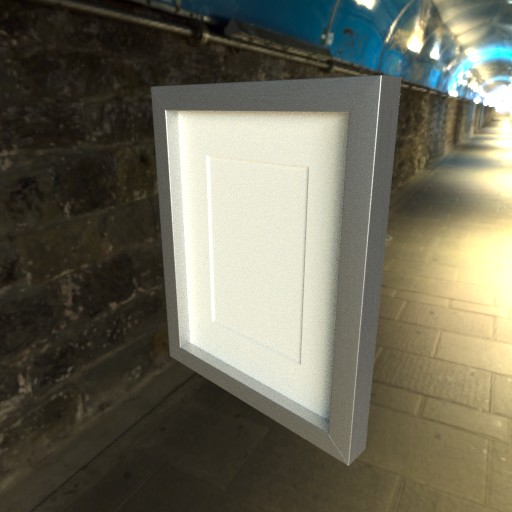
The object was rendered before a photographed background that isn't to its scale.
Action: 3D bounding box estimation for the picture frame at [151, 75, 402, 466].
[{"bbox_3d":[0.000,0.000,0.387,0.233,0.282,0.036,17,25,41],"label":"picture frame"}]
